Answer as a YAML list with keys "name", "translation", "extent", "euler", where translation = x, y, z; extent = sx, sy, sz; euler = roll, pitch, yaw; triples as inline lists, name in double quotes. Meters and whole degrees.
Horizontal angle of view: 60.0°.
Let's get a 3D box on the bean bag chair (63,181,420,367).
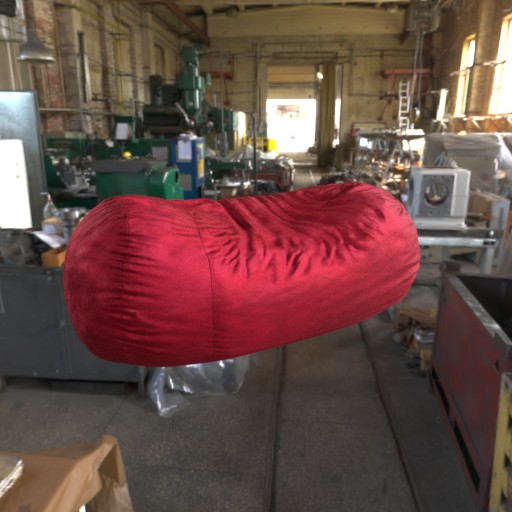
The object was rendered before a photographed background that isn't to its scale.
- name: "bean bag chair"
  translation: [0.000, 0.000, 2.842]
  extent: [2.293, 0.867, 1.216]
  euler: [-8, 17, -27]
